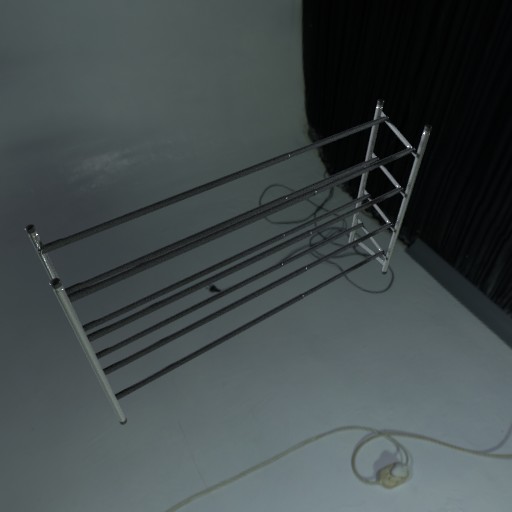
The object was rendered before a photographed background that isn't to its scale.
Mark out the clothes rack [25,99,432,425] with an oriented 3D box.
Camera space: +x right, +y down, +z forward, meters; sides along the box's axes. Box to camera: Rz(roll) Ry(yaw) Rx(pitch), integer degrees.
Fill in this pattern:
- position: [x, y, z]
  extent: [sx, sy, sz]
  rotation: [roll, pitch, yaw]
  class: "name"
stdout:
- position: [0.000, 0.000, 1.445]
  extent: [1.168, 0.672, 0.229]
  rotation: [-25, 51, -23]
  class: "clothes rack"
